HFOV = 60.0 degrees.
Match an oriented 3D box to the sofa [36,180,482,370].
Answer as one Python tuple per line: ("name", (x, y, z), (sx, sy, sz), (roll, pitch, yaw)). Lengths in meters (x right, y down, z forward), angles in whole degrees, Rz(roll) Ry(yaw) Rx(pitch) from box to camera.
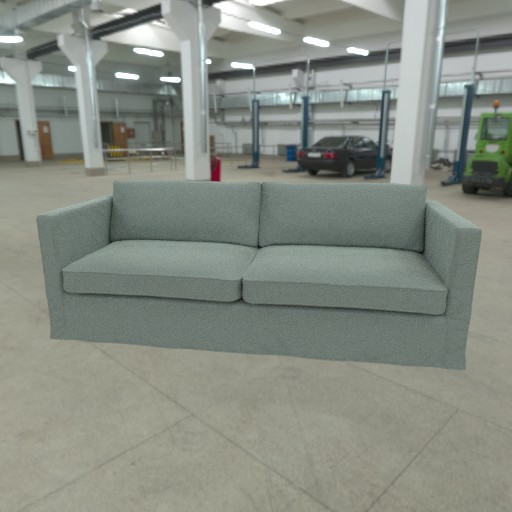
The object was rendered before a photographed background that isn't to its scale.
("sofa", (0.000, 0.000, 2.720), (2.312, 0.853, 0.962), (2, 16, 9))
